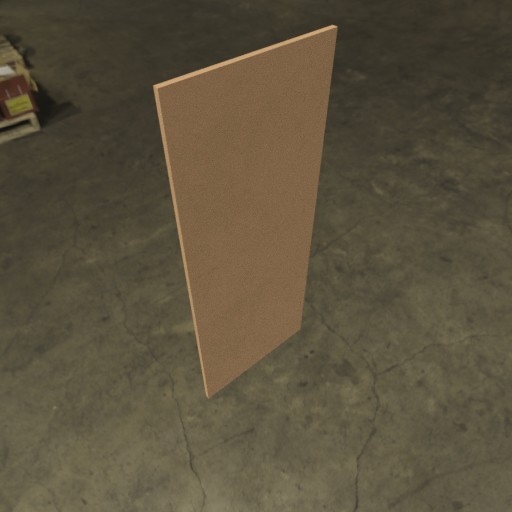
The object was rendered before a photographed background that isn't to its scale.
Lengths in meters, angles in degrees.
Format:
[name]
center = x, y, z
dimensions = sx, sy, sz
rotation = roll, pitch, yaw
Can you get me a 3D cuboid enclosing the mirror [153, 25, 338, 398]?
[mirror]
center = 0.000, 0.000, 2.272
dimensions = 0.812, 2.031, 0.026
rotation = -32, 54, -27
